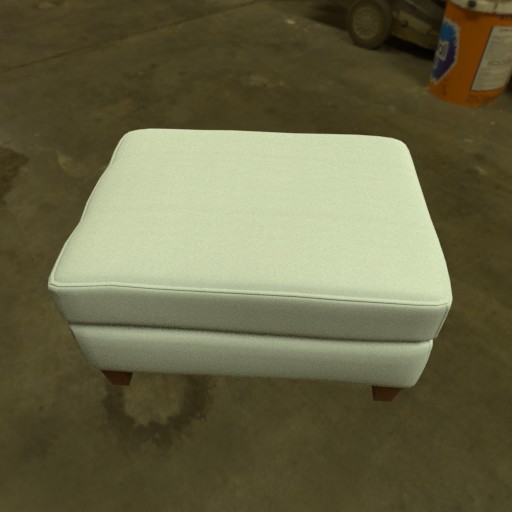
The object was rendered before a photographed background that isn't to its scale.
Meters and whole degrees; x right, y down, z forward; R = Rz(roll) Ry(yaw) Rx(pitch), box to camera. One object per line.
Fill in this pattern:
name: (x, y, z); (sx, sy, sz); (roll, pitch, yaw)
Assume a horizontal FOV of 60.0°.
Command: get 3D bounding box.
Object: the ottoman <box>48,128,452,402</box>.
ottoman: (0.000, 0.000, 1.202); (0.818, 0.496, 0.634); (3, 46, 3)
